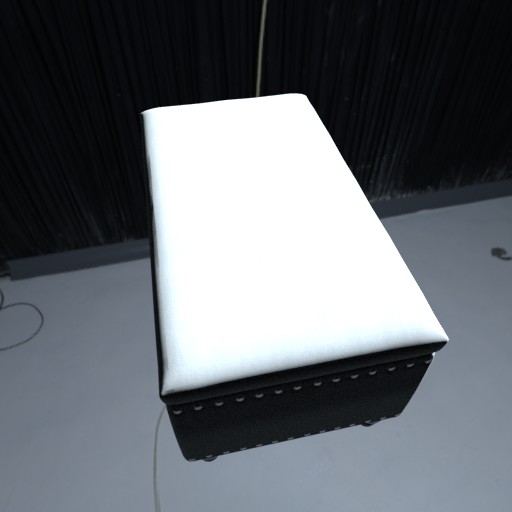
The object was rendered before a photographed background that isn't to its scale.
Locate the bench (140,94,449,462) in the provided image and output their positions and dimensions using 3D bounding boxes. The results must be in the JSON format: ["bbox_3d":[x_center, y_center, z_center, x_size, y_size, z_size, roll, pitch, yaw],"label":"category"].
[{"bbox_3d":[0.000,0.000,1.164,0.500,0.449,0.887,-9,48,-8],"label":"bench"}]
